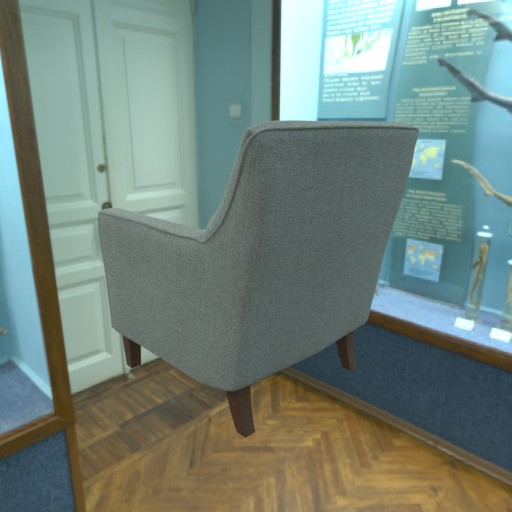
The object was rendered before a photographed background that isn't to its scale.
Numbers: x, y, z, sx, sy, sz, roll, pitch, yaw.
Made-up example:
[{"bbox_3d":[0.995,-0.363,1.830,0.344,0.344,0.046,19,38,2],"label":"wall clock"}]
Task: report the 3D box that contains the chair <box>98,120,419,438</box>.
[{"bbox_3d":[0.000,0.000,1.812,0.887,1.047,0.993,-15,22,-42],"label":"chair"}]
